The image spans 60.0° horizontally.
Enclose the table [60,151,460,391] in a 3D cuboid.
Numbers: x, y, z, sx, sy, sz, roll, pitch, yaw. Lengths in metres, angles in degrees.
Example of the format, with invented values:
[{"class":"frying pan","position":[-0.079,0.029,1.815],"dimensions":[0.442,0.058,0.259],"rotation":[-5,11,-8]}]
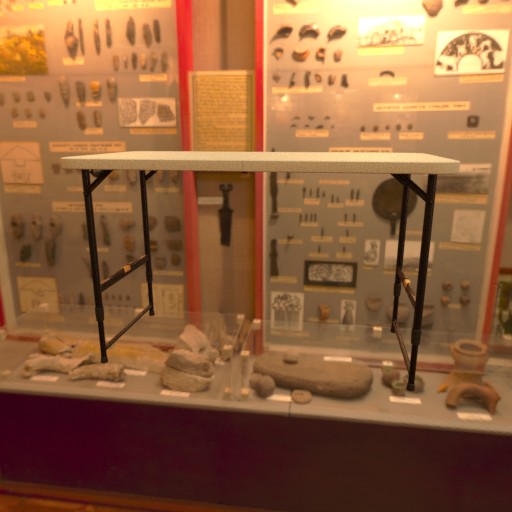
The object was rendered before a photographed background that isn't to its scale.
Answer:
[{"class":"table","position":[0.000,0.000,1.658],"dimensions":[1.245,0.737,0.611],"rotation":[3,16,9]}]
